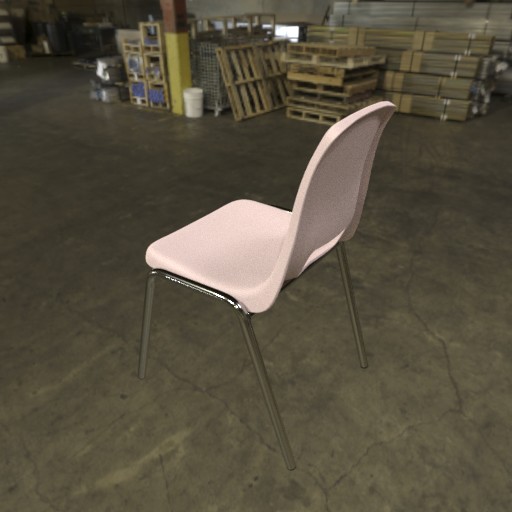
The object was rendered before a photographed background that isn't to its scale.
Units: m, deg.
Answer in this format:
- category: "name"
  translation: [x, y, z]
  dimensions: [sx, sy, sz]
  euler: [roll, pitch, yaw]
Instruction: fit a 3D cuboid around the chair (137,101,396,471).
- category: "chair"
  translation: [0.000, 0.000, 0.919]
  dimensions: [0.436, 0.653, 0.381]
  euler: [21, 36, 31]
